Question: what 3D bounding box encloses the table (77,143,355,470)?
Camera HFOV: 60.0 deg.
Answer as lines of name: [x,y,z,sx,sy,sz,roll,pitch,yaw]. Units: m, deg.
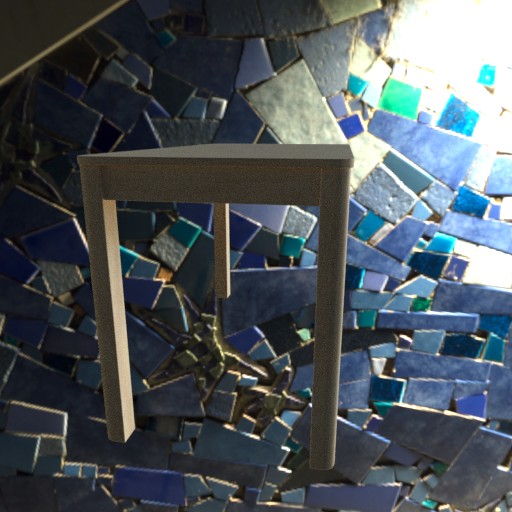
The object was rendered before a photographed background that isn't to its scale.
table: [0.000,0.000,1.903,0.750,0.900,1.400,3,16,11]
